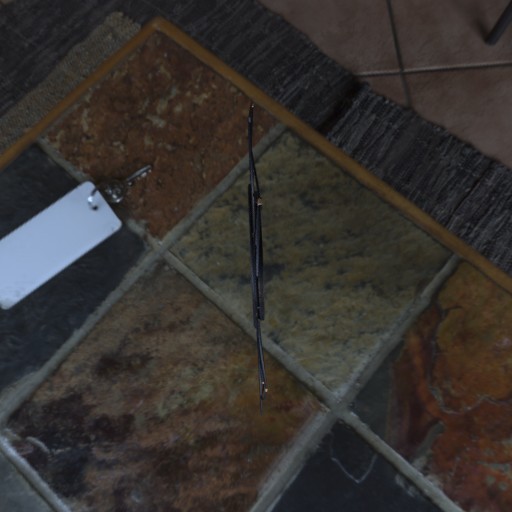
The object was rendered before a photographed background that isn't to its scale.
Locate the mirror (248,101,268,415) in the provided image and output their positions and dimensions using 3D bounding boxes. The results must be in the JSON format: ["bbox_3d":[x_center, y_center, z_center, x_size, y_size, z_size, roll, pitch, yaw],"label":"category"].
[{"bbox_3d":[0.000,0.000,1.175,0.028,0.775,0.797,-2,76,-1],"label":"mirror"}]
